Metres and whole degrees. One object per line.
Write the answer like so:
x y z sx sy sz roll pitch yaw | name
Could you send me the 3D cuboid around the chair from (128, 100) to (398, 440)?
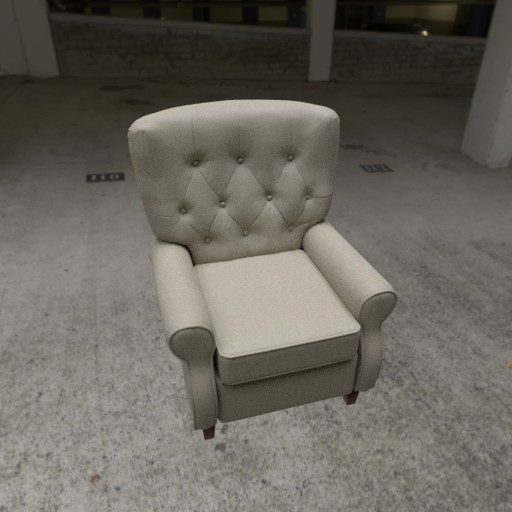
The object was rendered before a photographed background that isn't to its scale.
0.000 0.000 1.958 0.943 1.158 1.059 -8 32 -13 | chair
